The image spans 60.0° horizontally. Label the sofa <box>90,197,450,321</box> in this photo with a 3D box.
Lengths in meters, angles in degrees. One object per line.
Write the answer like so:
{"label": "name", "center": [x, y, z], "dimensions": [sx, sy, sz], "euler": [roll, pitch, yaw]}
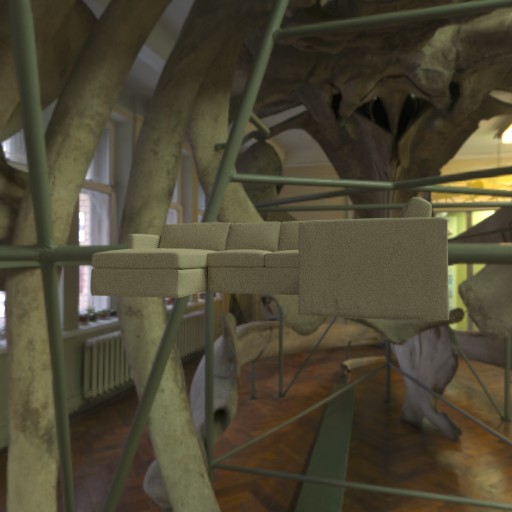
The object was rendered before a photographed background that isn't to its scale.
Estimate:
{"label": "sofa", "center": [0.000, 0.000, 4.633], "dimensions": [3.528, 0.878, 2.476], "euler": [0, 0, 17]}
